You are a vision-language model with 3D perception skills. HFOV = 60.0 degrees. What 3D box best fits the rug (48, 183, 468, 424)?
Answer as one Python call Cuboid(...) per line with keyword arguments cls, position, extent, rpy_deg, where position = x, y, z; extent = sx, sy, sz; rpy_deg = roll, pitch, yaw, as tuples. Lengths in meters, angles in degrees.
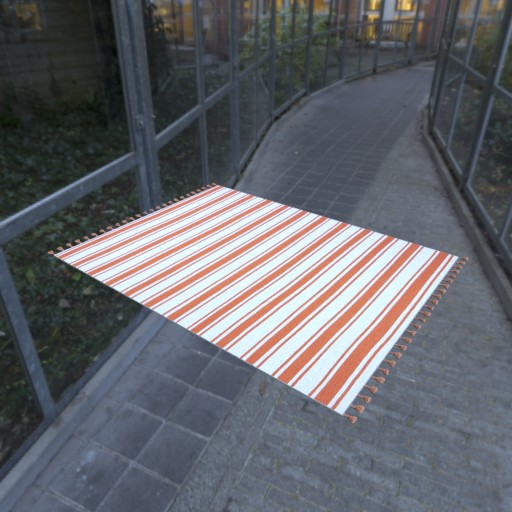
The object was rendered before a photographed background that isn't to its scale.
Cuboid(cls="rug", position=(0.000, 0.000, 4.361), extent=(3.369, 0.035, 2.451), rpy_deg=(21, 36, 32))
